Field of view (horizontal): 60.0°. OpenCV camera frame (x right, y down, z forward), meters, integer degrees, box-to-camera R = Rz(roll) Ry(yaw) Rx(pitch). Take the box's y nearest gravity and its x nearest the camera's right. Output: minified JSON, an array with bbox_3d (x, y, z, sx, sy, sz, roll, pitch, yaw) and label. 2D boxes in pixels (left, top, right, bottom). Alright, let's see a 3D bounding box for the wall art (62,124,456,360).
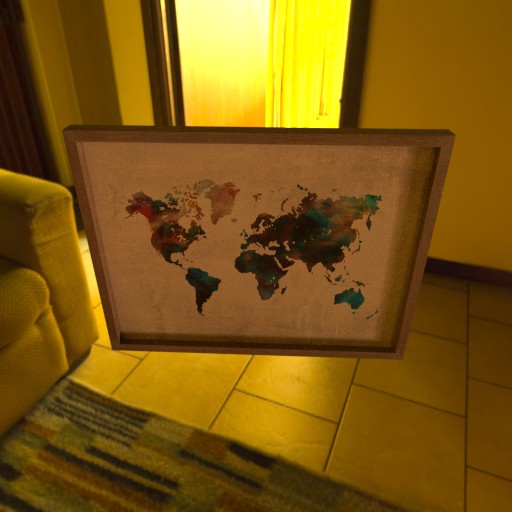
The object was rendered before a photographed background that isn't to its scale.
[{"bbox_3d":[0.000,0.000,1.775,1.320,1.009,0.070,1,31,2],"label":"wall art"}]
